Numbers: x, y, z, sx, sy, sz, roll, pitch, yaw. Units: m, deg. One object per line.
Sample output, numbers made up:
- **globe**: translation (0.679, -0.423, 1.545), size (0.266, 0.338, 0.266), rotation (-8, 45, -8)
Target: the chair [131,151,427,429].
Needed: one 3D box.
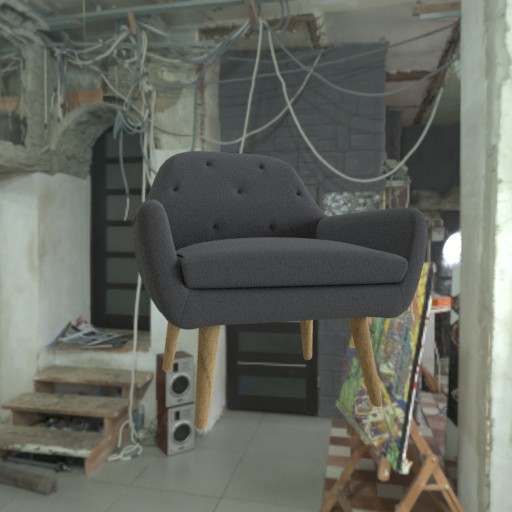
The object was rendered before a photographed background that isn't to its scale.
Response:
- **chair**: translation (0.000, 0.000, 1.423), size (0.770, 0.800, 0.779), rotation (0, 1, -18)
